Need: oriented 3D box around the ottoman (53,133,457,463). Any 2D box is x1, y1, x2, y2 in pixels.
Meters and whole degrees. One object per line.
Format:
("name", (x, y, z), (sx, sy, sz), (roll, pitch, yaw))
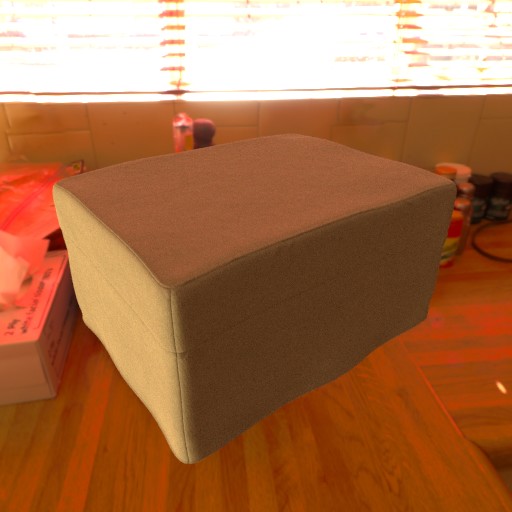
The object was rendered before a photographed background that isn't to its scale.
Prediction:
("ottoman", (0.000, 0.000, 1.215), (0.833, 0.461, 0.648), (-20, 35, -32))
